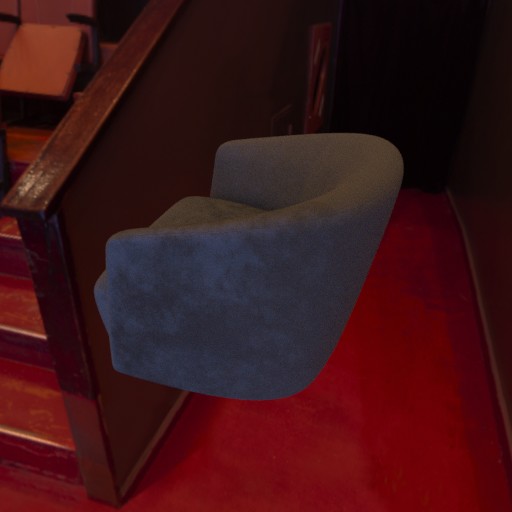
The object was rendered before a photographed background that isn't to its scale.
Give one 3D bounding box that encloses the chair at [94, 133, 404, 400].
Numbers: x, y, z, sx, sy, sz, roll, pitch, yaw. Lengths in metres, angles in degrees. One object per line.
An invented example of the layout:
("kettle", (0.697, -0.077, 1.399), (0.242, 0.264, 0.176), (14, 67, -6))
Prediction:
("chair", (0.000, 0.000, 1.356), (0.767, 0.698, 0.773), (8, 31, 13))
